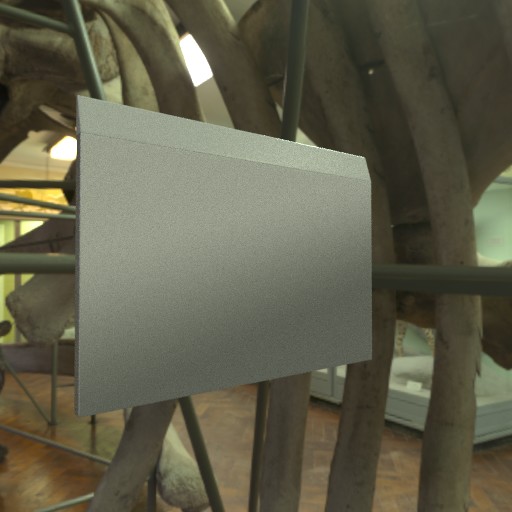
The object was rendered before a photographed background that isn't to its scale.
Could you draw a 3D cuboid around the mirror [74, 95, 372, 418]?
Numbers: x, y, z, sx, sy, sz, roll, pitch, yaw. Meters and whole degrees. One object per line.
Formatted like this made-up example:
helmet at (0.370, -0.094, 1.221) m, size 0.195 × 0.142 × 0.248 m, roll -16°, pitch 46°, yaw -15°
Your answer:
mirror at (0.000, 0.000, 1.125) m, size 0.870 × 0.630 × 0.030 m, roll 1°, pitch -1°, yaw -37°
